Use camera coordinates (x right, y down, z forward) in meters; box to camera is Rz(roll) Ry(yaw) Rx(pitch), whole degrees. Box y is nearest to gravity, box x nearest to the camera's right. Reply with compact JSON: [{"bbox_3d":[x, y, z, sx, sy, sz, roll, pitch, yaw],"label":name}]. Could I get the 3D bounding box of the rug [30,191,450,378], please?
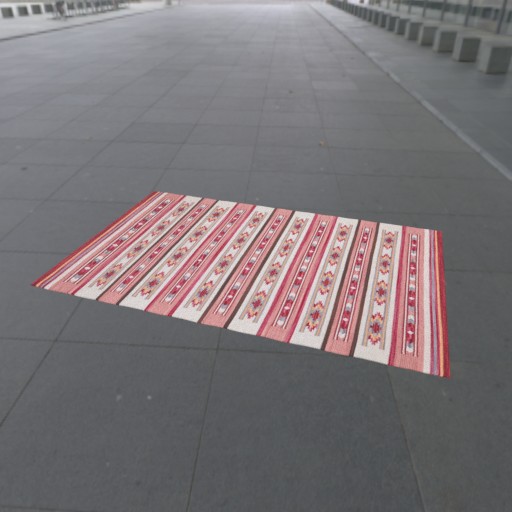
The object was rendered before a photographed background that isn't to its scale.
[{"bbox_3d":[0.000,0.000,3.028,2.431,0.010,1.535,10,33,16],"label":"rug"}]
